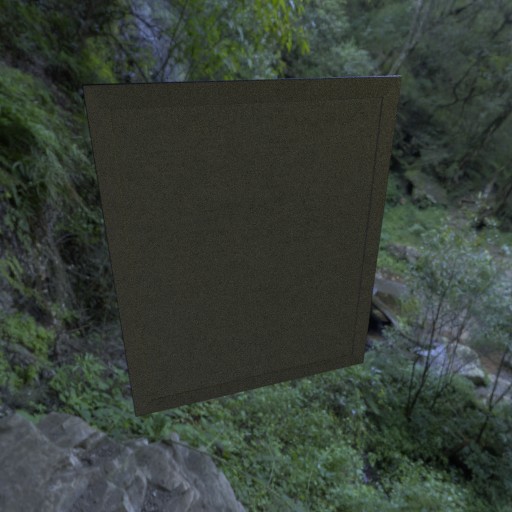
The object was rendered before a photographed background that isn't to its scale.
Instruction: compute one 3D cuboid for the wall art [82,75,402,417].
[{"bbox_3d":[0.000,0.000,0.614,0.381,0.457,0.023,-8,27,-17],"label":"wall art"}]
